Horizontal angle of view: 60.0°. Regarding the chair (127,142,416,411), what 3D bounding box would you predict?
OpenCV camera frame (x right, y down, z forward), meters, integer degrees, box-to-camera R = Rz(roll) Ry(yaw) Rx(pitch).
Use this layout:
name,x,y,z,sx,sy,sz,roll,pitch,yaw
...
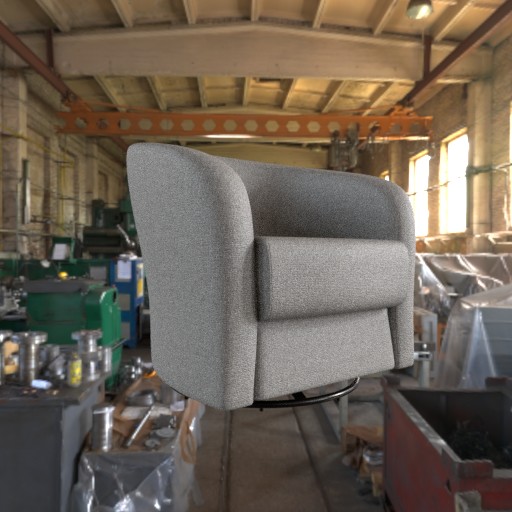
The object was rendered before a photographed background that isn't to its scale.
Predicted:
name,x,y,z,sx,sy,sz,roll,pitch,yaw
chair,0.000,0.000,1.427,0.791,0.771,0.815,0,0,-36
